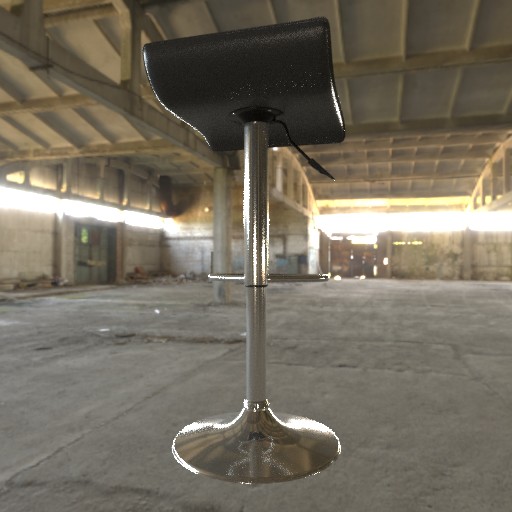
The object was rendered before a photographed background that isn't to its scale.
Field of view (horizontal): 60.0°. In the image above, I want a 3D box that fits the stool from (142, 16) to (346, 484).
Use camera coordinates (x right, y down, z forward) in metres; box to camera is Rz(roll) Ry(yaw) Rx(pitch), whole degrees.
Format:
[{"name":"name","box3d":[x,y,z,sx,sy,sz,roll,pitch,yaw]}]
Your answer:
[{"name":"stool","box3d":[0.000,0.000,1.016,0.381,0.851,0.381,0,-1,16]}]
